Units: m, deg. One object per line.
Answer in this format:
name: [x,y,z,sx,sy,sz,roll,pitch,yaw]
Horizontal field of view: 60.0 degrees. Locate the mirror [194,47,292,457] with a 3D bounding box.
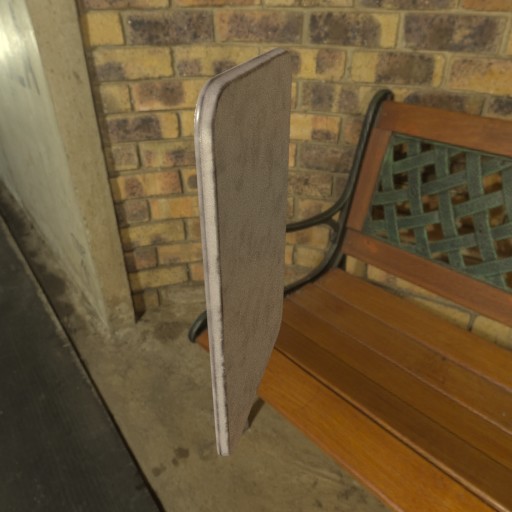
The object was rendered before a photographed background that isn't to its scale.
mirror: [0.000,0.000,0.870,0.024,0.713,0.461,9,32,14]
